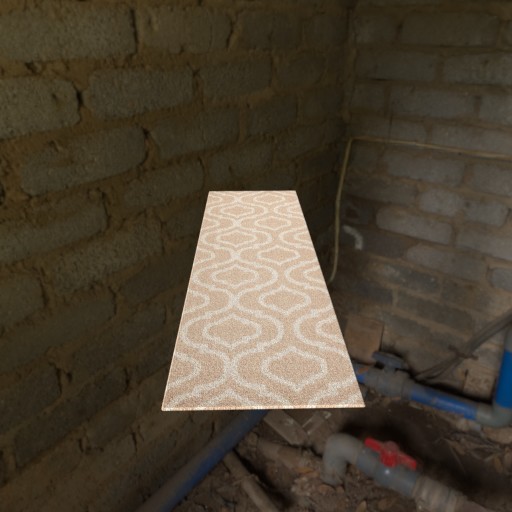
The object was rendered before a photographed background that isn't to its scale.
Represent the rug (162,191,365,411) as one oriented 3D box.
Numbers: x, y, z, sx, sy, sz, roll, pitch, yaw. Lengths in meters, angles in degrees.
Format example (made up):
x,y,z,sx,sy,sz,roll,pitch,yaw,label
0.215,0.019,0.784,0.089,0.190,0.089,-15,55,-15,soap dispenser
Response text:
x,y,z,sx,sy,sz,roll,pitch,yaw,label
0.000,0.000,2.518,0.691,0.013,2.289,-1,27,-1,rug
